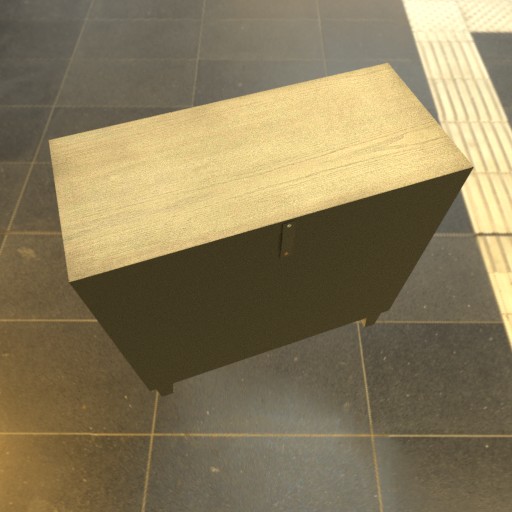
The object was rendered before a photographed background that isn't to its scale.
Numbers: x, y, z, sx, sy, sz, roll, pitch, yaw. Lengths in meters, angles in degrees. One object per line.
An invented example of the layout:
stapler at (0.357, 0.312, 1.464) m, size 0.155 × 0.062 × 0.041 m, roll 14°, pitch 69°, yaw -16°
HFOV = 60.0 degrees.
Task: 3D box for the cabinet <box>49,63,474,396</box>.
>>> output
cabinet at (0.000, 0.000, 1.225) m, size 0.781 × 0.787 × 0.370 m, roll -17°, pitch 59°, yaw -10°
